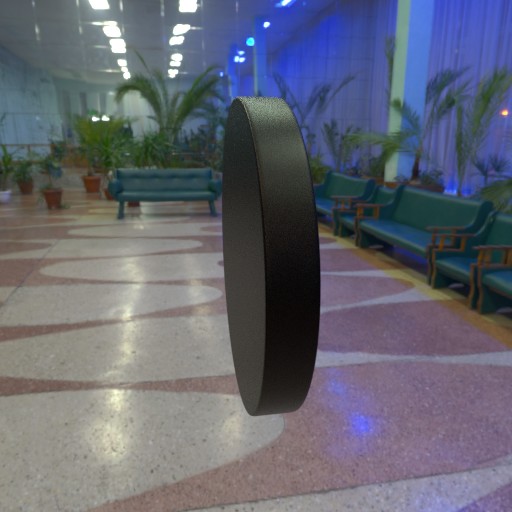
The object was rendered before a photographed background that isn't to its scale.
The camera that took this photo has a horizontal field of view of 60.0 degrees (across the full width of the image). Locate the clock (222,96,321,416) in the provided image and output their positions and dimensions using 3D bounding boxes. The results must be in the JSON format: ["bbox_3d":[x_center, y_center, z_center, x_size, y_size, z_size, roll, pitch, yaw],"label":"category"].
[{"bbox_3d":[0.000,0.000,0.464,0.040,0.314,0.314,-3,16,-9],"label":"clock"}]
